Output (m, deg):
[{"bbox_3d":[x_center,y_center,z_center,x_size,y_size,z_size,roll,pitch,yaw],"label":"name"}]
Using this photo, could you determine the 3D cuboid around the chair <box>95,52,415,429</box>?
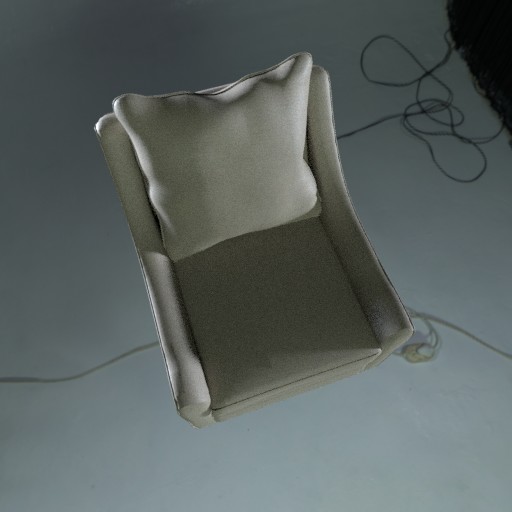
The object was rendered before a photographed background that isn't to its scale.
[{"bbox_3d":[0.000,0.000,1.516,0.760,0.942,0.876,-17,65,-8],"label":"chair"}]
